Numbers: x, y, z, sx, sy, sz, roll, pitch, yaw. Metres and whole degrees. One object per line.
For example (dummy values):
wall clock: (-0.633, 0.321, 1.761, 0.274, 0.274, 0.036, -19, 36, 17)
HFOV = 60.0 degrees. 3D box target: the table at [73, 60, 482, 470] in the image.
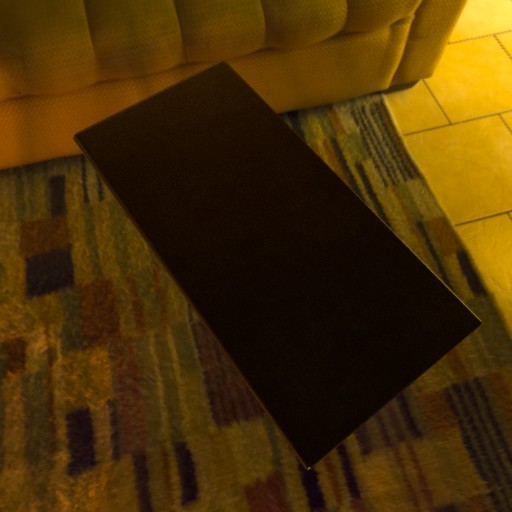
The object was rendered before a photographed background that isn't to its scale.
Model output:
table: (0.000, 0.000, 1.468, 0.580, 0.487, 1.171, -33, 69, -15)
